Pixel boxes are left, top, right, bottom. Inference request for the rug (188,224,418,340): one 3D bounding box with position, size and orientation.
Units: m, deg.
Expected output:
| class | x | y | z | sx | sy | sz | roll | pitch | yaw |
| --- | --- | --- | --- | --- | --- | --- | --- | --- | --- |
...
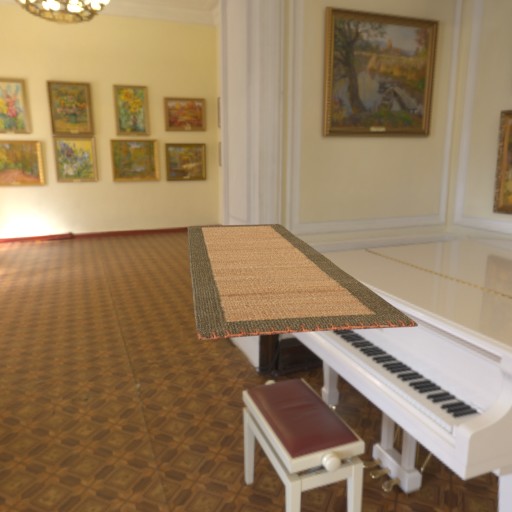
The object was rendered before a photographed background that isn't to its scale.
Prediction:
| class | x | y | z | sx | sy | sz | roll | pitch | yaw |
| --- | --- | --- | --- | --- | --- | --- | --- | --- | --- |
| rug | 0.000 | 0.000 | 2.702 | 0.810 | 0.016 | 2.413 | -2 | 13 | -9 |
